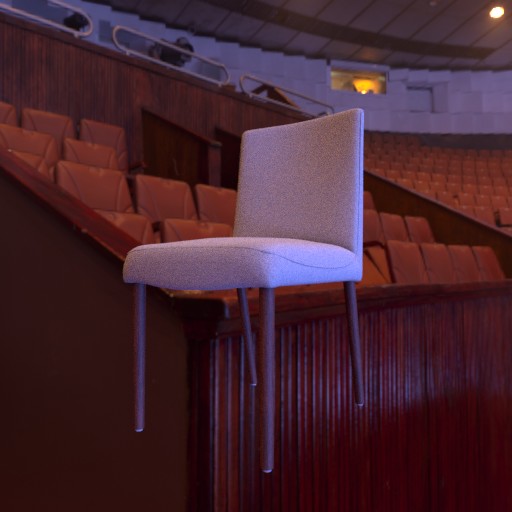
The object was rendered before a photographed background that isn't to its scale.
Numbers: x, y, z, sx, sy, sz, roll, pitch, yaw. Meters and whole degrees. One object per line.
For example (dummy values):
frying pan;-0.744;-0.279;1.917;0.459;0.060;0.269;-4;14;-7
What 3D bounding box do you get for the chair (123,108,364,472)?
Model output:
chair;0.000;0.000;1.184;0.456;0.859;0.570;-1;-1;34
